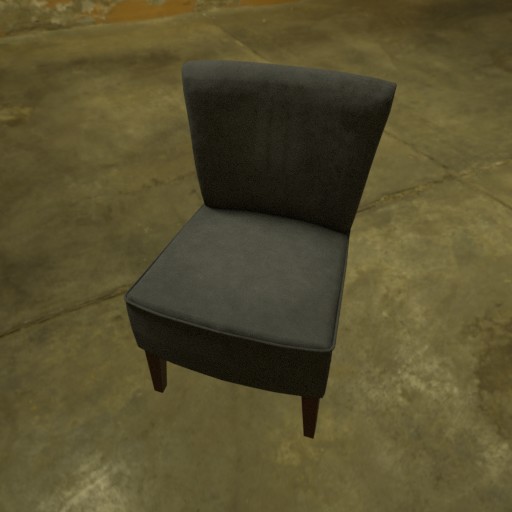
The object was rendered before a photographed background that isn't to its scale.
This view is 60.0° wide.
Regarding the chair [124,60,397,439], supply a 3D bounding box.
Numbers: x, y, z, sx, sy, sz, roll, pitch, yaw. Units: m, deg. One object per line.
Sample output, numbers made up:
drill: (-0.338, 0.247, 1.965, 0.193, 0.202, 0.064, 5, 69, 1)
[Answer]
chair: (0.000, 0.000, 1.154, 0.521, 0.806, 0.554, 12, 42, 13)
